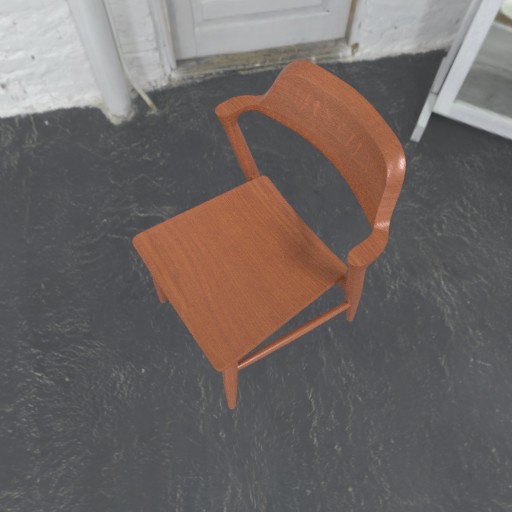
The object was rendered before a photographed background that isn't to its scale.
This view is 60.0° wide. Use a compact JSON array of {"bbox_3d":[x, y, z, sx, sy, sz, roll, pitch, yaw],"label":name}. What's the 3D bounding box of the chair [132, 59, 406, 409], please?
[{"bbox_3d":[0.000,0.000,1.141,0.499,0.801,0.496,-32,67,-15],"label":"chair"}]
